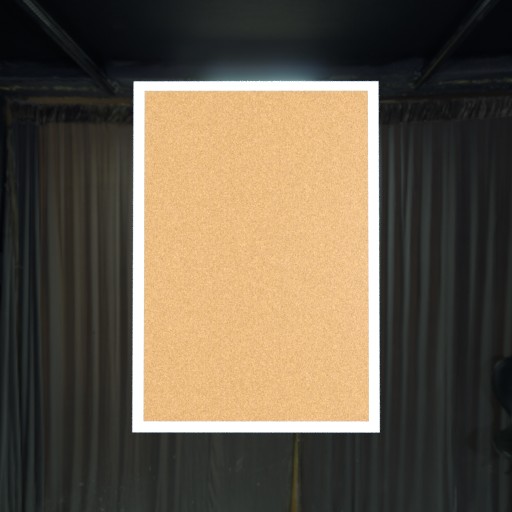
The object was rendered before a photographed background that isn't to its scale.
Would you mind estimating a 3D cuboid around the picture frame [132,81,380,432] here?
[{"bbox_3d":[0.000,0.000,0.555,0.305,0.434,0.013,0,-1,0],"label":"picture frame"}]
